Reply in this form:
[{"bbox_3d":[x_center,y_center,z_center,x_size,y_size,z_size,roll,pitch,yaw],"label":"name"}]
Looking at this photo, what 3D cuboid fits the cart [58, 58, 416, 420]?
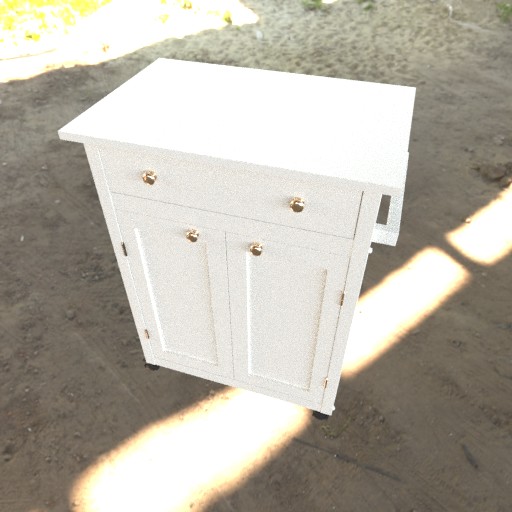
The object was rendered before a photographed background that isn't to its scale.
[{"bbox_3d":[0.000,0.000,1.246,0.683,0.864,0.442,12,44,13],"label":"cart"}]
